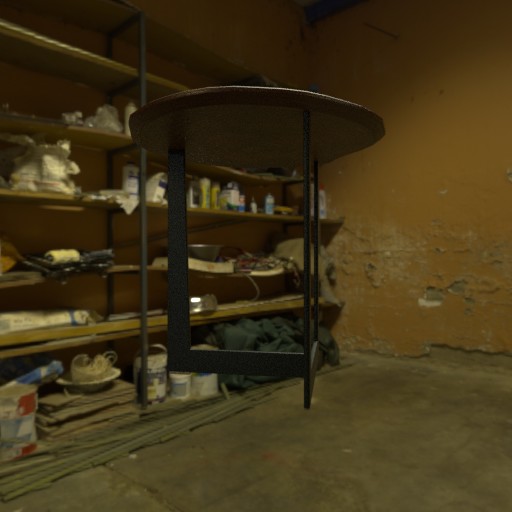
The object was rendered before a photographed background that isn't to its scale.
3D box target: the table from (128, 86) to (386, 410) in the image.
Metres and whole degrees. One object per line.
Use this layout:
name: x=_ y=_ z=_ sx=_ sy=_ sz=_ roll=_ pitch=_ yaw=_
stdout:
table: x=0.000 y=0.000 z=0.863 sx=0.494 sy=0.476 sz=0.477 roll=0 pitch=-1 yaw=0
